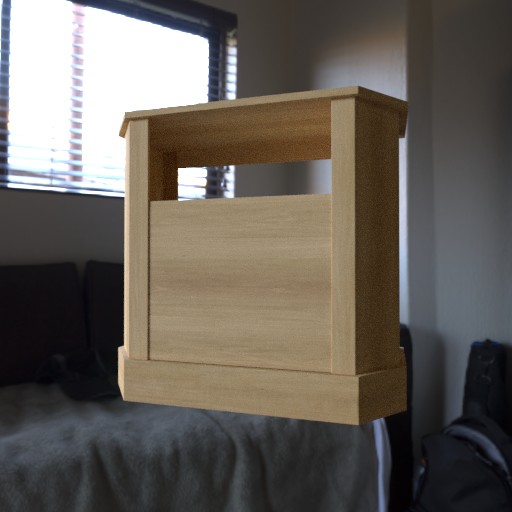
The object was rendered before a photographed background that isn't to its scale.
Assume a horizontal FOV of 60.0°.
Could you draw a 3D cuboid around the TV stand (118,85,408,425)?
[{"bbox_3d":[0.000,0.000,1.312,0.851,0.781,0.425,0,-1,17],"label":"TV stand"}]
